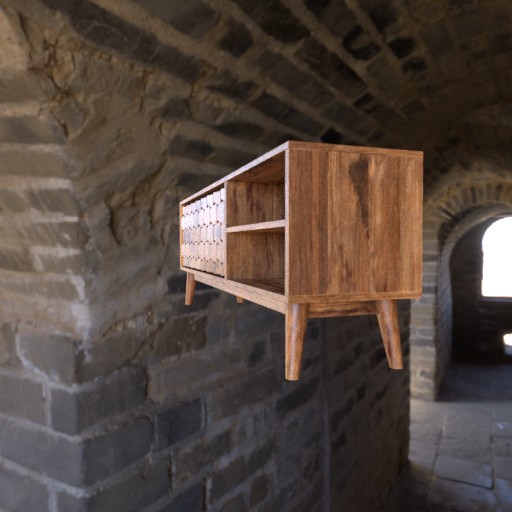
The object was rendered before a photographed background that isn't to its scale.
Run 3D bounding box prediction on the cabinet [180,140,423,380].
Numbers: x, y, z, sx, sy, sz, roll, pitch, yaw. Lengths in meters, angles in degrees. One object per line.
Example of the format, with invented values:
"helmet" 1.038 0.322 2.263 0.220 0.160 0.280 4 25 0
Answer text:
"cabinet" 0.000 0.000 1.691 0.349 0.528 1.448 0 1 -19
